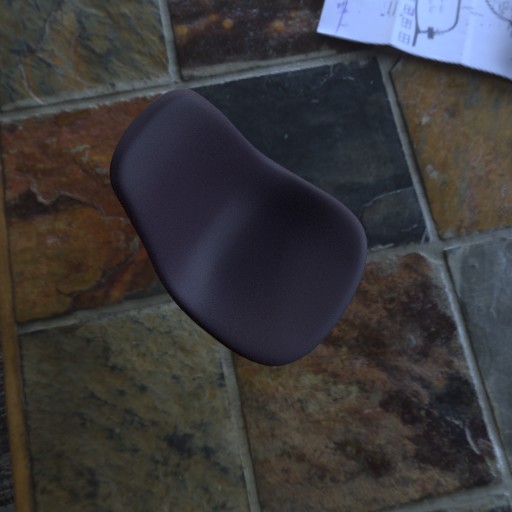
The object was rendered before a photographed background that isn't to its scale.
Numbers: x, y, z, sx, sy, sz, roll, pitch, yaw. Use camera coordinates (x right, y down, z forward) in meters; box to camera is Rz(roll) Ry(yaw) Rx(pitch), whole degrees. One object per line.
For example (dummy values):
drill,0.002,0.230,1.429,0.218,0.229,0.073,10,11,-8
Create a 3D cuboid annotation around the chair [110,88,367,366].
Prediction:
chair,0.000,0.000,1.160,0.533,0.826,0.470,34,79,8
